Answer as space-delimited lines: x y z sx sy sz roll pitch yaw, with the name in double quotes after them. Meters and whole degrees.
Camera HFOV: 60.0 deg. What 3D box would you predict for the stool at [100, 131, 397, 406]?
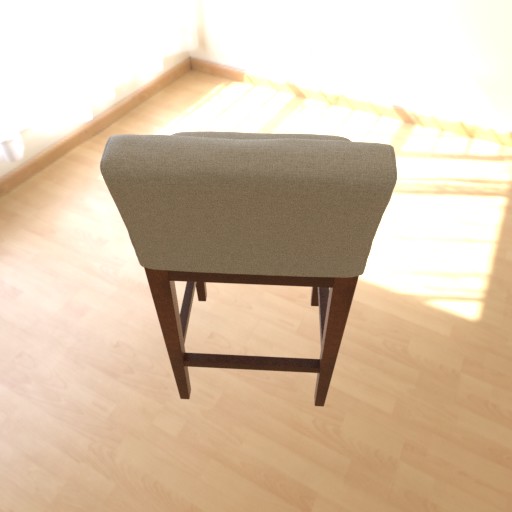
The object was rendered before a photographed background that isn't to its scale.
0.000 0.000 1.217 0.511 0.937 0.500 2 46 2 "stool"
